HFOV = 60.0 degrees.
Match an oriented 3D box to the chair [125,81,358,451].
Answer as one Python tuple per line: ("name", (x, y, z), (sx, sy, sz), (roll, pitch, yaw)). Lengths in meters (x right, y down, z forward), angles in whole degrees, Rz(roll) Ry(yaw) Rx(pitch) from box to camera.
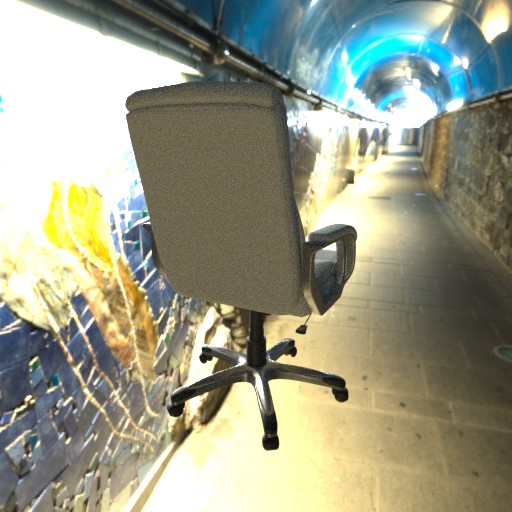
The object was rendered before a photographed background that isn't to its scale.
("chair", (0.000, 0.000, 1.605), (0.687, 1.120, 0.738), (8, 17, 27))
